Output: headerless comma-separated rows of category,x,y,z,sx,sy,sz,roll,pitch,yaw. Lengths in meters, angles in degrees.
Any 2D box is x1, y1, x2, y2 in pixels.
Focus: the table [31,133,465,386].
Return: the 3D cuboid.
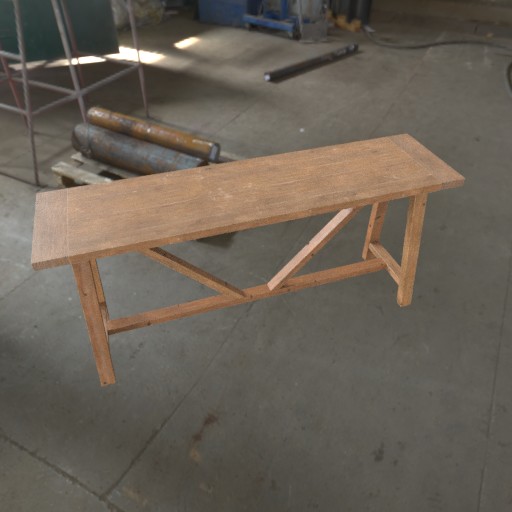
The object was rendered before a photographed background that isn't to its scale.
table,0.000,0.000,2.185,1.800,0.810,0.465,-12,43,-14
